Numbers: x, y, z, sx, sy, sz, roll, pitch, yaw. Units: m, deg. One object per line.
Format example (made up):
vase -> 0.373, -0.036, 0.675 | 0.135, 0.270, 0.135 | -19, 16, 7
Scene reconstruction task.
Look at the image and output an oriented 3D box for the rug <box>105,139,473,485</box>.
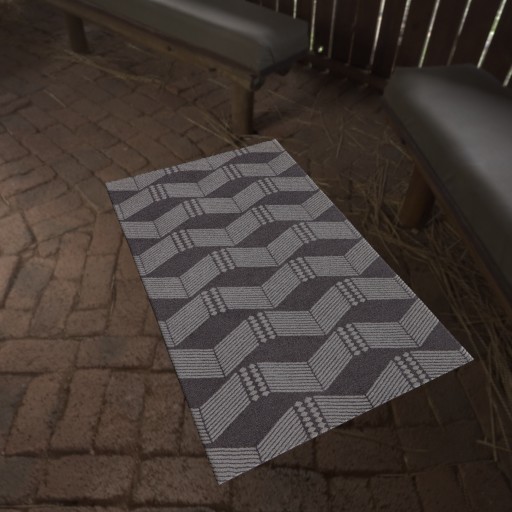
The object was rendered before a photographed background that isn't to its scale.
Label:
rug -> 0.000, 0.000, 2.981 | 1.517, 0.011, 2.435 | -19, 50, -17
